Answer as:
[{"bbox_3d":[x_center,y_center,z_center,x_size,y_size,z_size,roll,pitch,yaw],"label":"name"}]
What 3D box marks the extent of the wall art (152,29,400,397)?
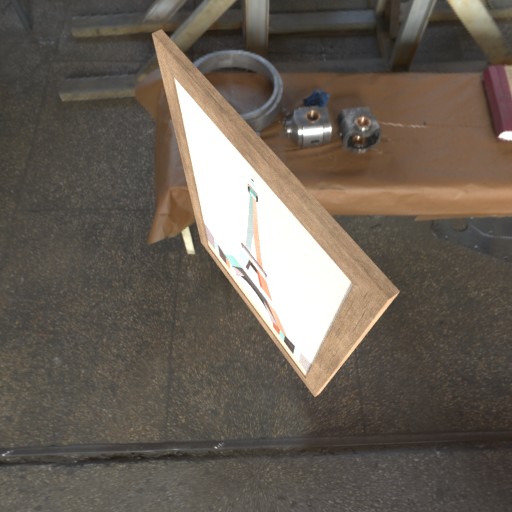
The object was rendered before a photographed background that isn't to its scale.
[{"bbox_3d":[0.000,0.000,0.896,0.018,0.686,0.534,-32,68,-15],"label":"wall art"}]
